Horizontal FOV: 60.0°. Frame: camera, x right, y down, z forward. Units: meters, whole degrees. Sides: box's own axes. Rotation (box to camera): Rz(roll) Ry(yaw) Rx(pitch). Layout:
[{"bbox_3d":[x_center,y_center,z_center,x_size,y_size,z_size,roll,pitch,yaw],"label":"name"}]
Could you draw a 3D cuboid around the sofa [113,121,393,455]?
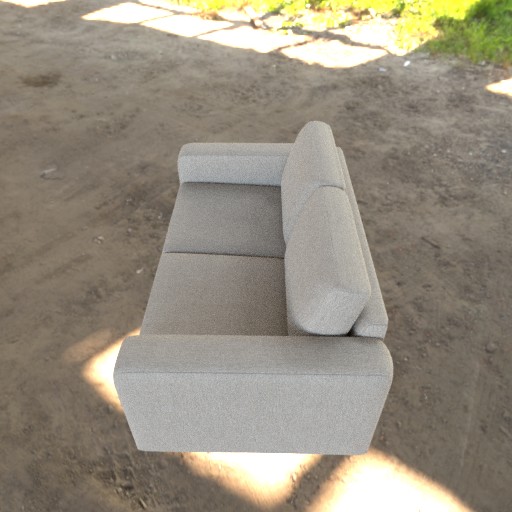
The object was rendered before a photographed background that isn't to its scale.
[{"bbox_3d":[0.000,0.000,2.039,0.900,0.800,1.540,1,41,1],"label":"sofa"}]
